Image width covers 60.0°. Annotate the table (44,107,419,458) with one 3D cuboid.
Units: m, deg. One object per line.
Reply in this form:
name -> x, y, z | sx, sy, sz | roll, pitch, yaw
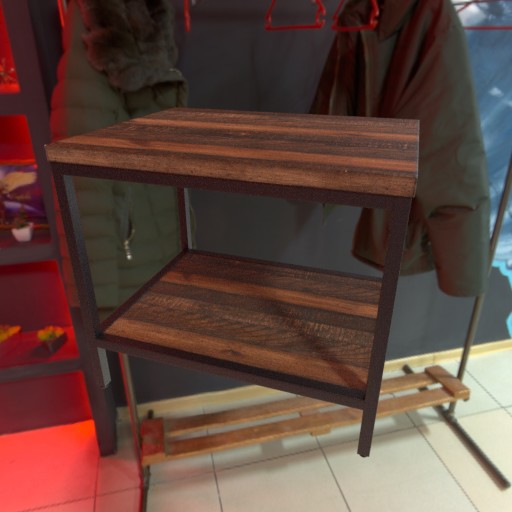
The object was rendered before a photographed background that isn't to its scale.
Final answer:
table -> 0.000, 0.000, 1.106 | 0.678, 0.612, 0.524 | 8, 28, 17
